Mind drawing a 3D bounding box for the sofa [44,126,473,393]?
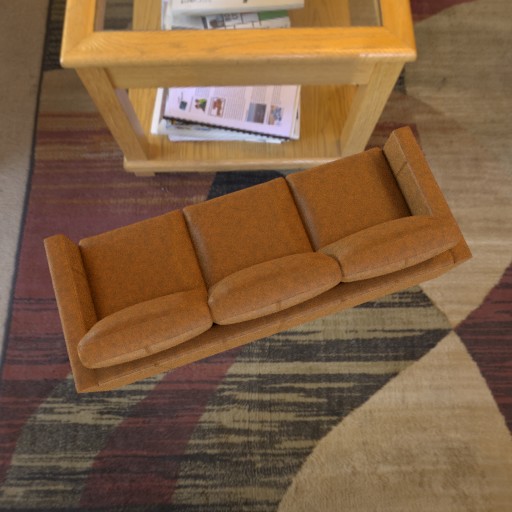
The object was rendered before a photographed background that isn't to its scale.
[{"bbox_3d":[0.000,0.000,2.671,2.231,0.930,0.903,-18,75,-5],"label":"sofa"}]
